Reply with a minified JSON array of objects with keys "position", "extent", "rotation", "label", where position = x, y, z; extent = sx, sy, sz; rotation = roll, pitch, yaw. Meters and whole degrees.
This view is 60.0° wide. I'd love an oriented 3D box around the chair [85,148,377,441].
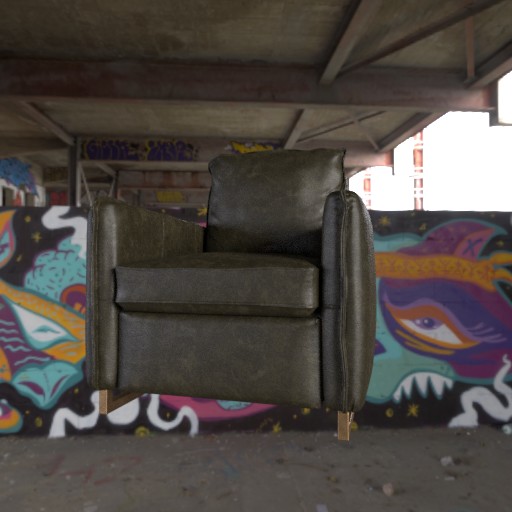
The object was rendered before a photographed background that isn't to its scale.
[{"position":[0.000,0.000,1.580],"extent":[0.830,0.921,0.921],"rotation":[0,-1,16],"label":"chair"}]
